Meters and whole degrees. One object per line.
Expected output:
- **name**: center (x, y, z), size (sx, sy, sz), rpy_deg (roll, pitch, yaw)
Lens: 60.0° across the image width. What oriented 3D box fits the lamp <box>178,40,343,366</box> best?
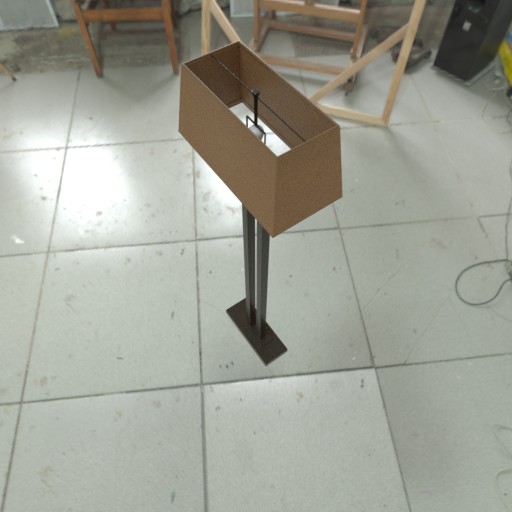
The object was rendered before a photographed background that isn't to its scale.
- **lamp**: center (0.000, 0.000, 1.676), size (0.233, 1.469, 0.475), rpy_deg (-31, 63, -18)
